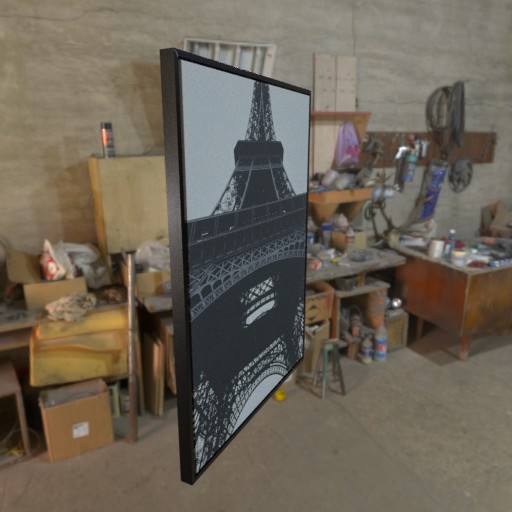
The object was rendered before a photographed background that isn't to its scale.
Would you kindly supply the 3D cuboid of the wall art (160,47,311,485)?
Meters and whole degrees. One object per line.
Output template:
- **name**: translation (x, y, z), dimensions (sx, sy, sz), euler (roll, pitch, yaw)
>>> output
- **wall art**: translation (0.000, 0.000, 1.393), dimensions (0.040, 1.062, 0.805), euler (7, 15, 26)
